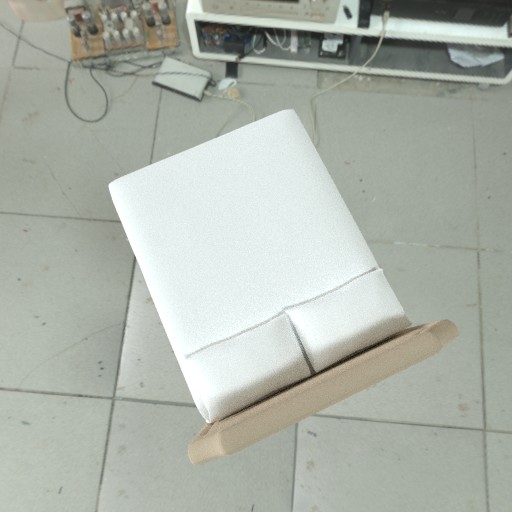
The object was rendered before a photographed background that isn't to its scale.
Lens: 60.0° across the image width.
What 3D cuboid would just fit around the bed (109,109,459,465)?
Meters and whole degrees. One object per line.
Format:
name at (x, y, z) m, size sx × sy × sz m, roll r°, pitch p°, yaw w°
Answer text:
bed at (0.000, 0.000, 3.321) m, size 1.828 × 1.301 × 2.204 m, roll -24°, pitch 77°, yaw -6°
